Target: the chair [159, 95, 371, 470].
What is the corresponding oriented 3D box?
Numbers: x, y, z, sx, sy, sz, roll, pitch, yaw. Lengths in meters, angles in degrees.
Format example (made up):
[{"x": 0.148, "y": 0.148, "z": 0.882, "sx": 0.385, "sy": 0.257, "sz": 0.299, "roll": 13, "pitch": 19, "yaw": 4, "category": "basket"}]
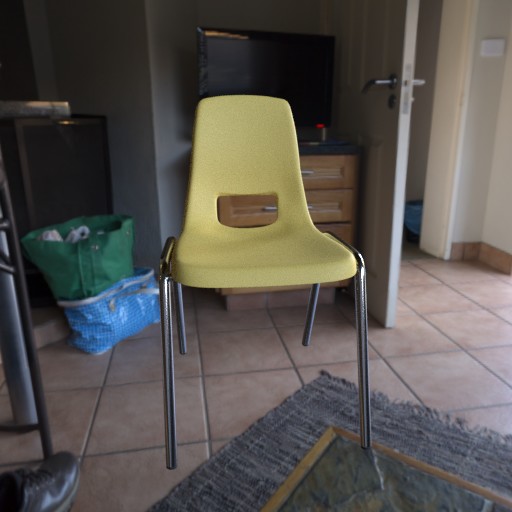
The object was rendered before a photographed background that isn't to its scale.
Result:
[{"x": 0.000, "y": 0.000, "z": 0.919, "sx": 0.381, "sy": 0.653, "sz": 0.436, "roll": -2, "pitch": 17, "yaw": -8, "category": "chair"}]
